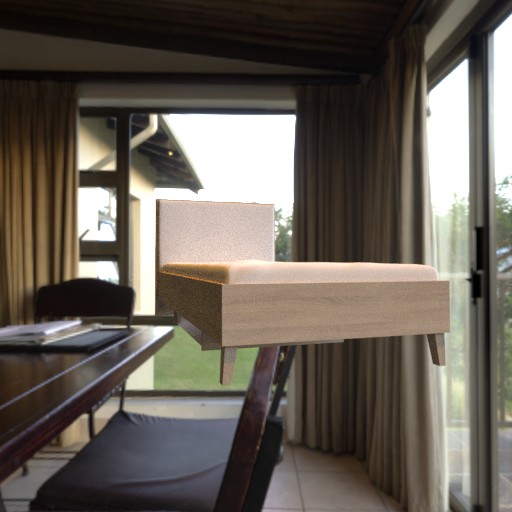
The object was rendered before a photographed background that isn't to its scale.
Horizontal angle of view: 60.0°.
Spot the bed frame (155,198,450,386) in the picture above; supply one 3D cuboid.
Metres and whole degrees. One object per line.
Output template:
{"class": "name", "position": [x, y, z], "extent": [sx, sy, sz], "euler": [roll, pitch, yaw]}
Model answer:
{"class": "bed frame", "position": [0.000, 0.000, 2.676], "extent": [0.990, 0.920, 2.140], "euler": [0, -1, -18]}
